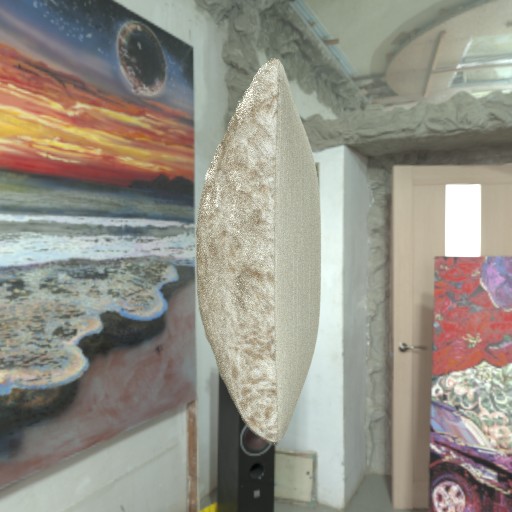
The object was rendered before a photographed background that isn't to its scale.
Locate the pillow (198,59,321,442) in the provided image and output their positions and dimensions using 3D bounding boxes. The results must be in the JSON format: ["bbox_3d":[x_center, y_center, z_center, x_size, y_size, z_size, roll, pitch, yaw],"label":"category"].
[{"bbox_3d":[0.000,0.000,0.827,0.216,0.525,0.538,0,1,0],"label":"pillow"}]
